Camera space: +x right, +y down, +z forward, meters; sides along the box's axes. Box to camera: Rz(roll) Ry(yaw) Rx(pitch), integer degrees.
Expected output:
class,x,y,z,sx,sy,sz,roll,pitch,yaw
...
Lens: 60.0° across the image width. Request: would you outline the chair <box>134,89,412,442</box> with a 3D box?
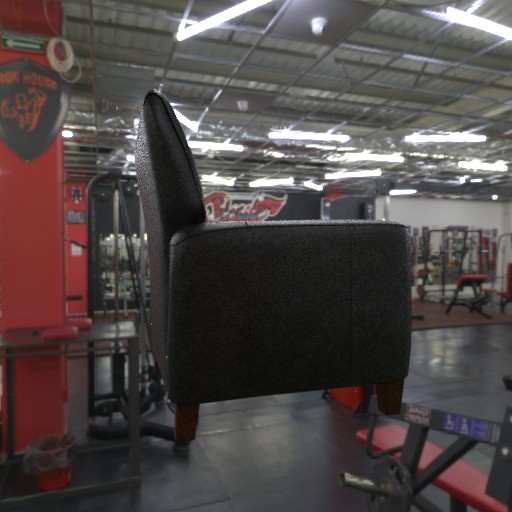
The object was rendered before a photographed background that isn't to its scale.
class,x,y,z,sx,sy,sz,roll,pitch,yaw
chair,0.000,0.000,1.666,0.864,1.014,0.848,0,1,-17
